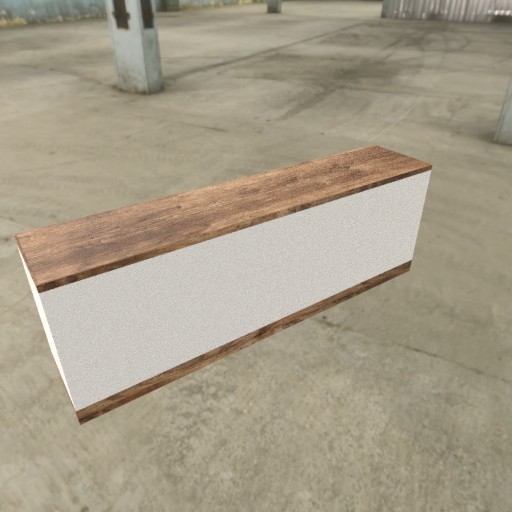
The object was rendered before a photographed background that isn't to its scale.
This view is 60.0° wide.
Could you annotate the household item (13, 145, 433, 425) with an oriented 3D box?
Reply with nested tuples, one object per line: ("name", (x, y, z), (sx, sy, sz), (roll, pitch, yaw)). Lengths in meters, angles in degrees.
("household item", (0.000, 0.000, 2.008), (1.800, 0.615, 0.390), (-20, 37, -29))
